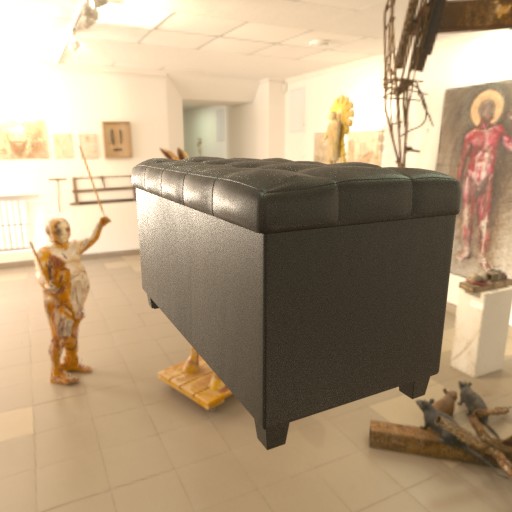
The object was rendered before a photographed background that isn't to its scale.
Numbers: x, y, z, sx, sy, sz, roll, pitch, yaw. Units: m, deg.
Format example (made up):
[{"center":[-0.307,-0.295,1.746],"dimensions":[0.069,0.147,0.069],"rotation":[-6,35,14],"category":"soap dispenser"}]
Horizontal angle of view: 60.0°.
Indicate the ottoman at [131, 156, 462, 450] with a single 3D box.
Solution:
[{"center":[0.000,0.000,1.107],"dimensions":[0.432,0.470,0.838],"rotation":[-7,16,-27],"category":"ottoman"}]
